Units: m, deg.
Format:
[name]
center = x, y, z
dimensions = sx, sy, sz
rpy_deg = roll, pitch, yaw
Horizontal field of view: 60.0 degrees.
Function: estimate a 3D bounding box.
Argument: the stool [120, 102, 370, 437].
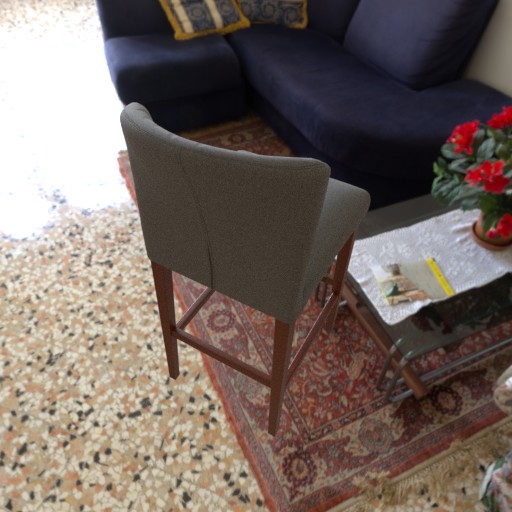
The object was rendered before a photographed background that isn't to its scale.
[stool]
center = 0.000, 0.000, 1.329
dimensions = 0.481, 1.069, 0.568
rpy_deg = 23, 51, 20
